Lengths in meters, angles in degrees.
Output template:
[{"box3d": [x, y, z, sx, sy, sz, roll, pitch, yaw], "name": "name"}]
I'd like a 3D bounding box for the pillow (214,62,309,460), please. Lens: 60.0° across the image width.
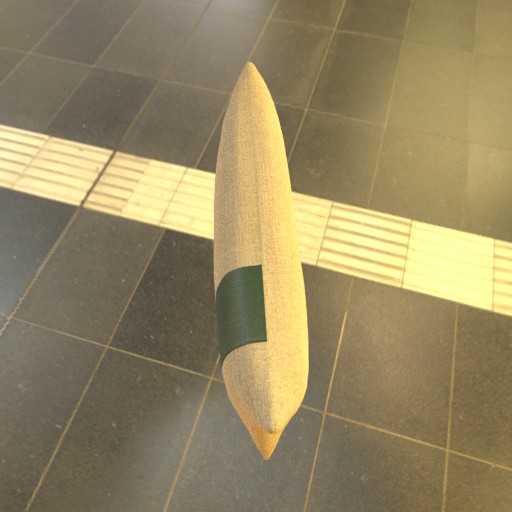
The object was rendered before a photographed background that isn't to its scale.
[{"box3d": [0.000, 0.000, 1.046, 0.197, 0.429, 0.859, -2, 59, -1], "name": "pillow"}]
